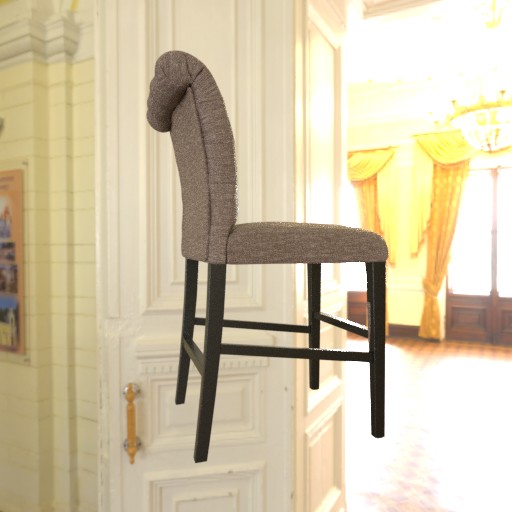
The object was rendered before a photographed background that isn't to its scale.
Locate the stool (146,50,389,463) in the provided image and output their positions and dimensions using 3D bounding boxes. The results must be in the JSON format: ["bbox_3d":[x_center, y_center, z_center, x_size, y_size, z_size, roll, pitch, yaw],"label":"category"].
[{"bbox_3d":[0.000,0.000,1.300,0.611,0.970,0.457,0,1,-17],"label":"stool"}]
